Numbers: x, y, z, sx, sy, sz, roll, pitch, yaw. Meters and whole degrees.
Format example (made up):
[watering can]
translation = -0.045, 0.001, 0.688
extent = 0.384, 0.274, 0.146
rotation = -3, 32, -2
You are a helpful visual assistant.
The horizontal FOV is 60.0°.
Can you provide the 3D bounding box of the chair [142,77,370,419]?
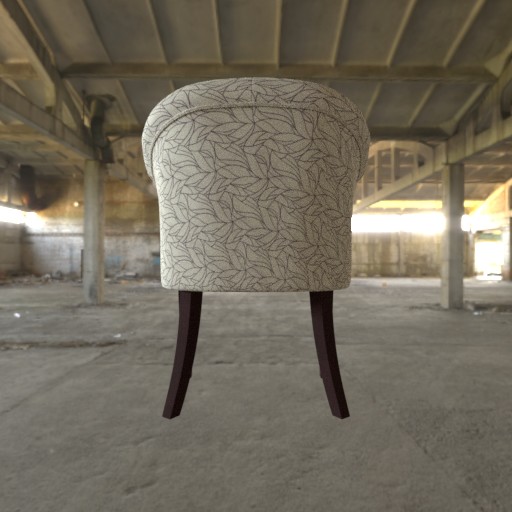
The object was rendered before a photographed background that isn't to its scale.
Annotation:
[chair]
translation = 0.000, 0.000, 1.332
extent = 0.686, 0.858, 0.613
rotation = 0, 0, 0
